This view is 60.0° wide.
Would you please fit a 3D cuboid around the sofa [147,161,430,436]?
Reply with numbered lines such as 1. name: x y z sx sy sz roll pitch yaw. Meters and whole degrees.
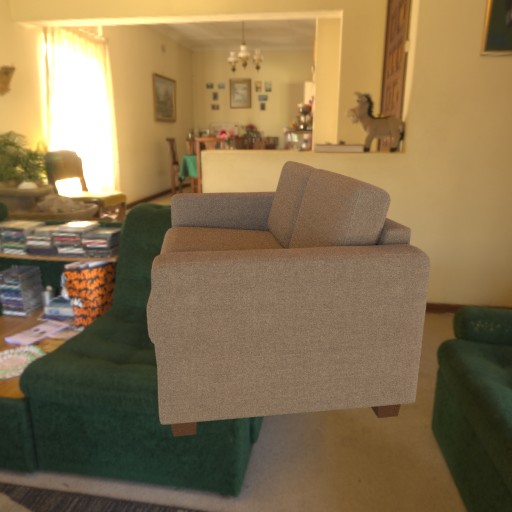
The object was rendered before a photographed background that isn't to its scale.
1. sofa: 0.000 0.000 2.064 0.900 0.800 1.520 -2 16 -8
